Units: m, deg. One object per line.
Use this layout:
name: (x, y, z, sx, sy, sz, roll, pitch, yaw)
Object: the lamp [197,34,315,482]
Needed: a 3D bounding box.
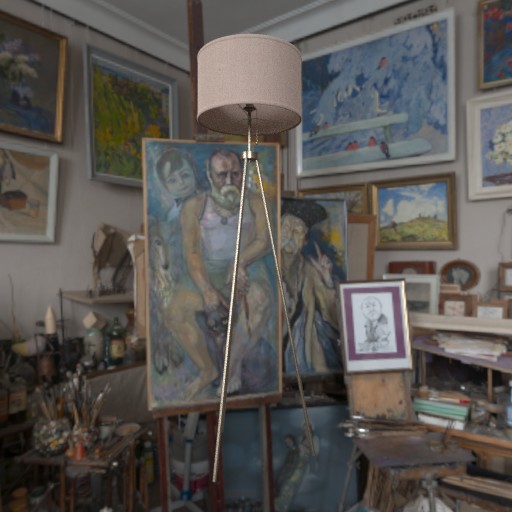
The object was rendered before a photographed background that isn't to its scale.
lamp: (0.000, 0.000, 1.739, 0.460, 1.545, 0.449, 0, 0, -1)
